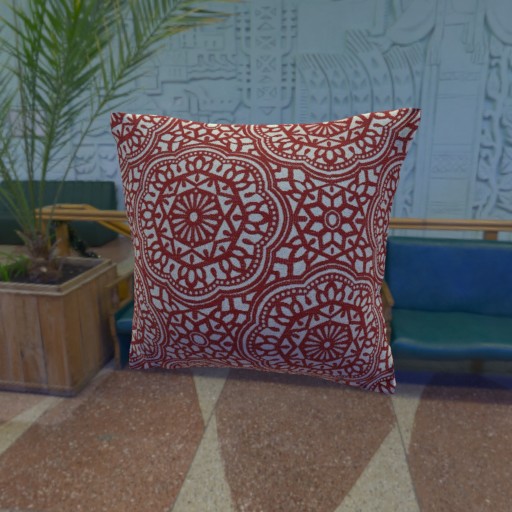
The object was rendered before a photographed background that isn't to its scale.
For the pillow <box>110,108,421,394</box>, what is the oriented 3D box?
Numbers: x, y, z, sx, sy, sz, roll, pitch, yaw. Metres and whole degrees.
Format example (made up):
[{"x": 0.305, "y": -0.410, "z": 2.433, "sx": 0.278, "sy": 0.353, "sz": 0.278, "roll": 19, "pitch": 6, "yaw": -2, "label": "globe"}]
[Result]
[{"x": 0.000, "y": 0.000, "z": 0.668, "sx": 0.438, "sy": 0.419, "sz": 0.162, "roll": 3, "pitch": 15, "yaw": 10, "label": "pillow"}]
